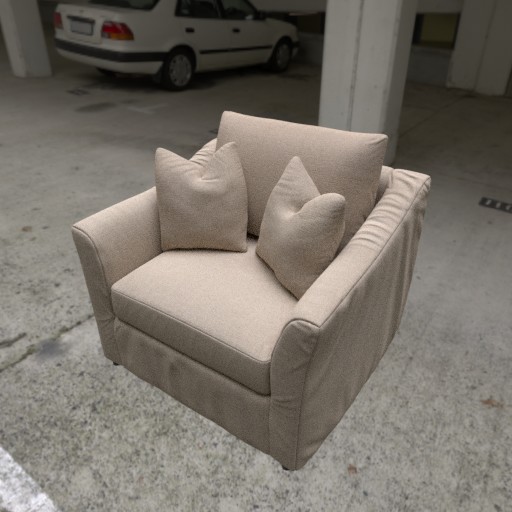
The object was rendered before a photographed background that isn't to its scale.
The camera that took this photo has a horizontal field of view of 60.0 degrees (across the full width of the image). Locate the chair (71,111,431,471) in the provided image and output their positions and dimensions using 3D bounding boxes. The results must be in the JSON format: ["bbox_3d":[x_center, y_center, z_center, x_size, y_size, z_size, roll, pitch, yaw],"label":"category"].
[{"bbox_3d":[0.000,0.000,2.033,1.194,1.093,1.071,19,35,30],"label":"chair"}]
